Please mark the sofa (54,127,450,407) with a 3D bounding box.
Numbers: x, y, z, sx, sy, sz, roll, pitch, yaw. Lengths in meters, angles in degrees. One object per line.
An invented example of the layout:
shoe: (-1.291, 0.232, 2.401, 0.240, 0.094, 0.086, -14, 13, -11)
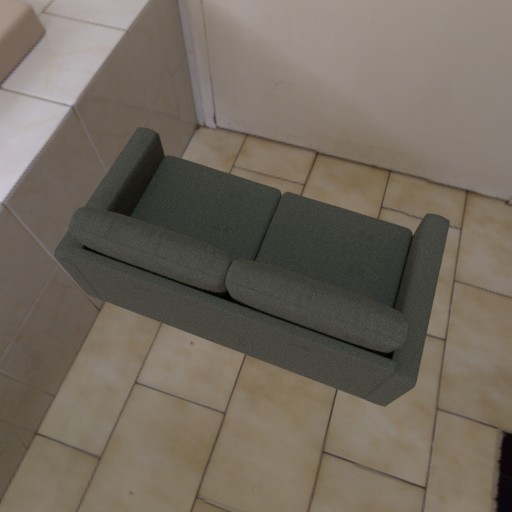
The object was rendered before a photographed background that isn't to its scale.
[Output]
sofa: (0.000, 0.000, 2.321, 1.730, 0.897, 0.889, 19, 64, 10)
